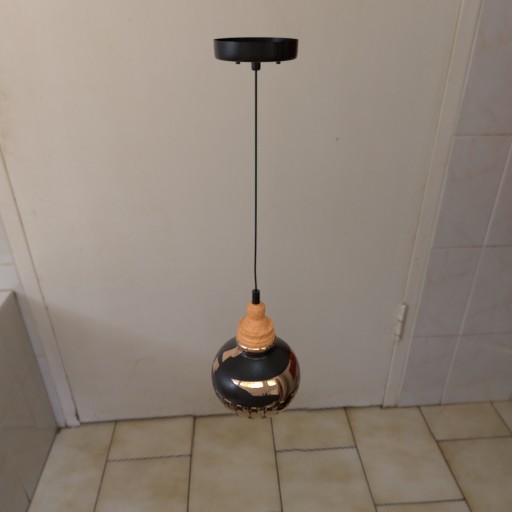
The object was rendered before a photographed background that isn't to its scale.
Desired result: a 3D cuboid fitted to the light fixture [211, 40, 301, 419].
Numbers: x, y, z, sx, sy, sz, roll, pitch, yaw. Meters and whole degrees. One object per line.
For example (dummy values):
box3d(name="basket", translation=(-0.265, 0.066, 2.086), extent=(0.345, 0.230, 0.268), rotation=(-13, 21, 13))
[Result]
box3d(name="light fixture", translation=(0.000, 0.000, 1.827), extent=(0.430, 1.606, 0.430), rotation=(-1, 29, -2))
